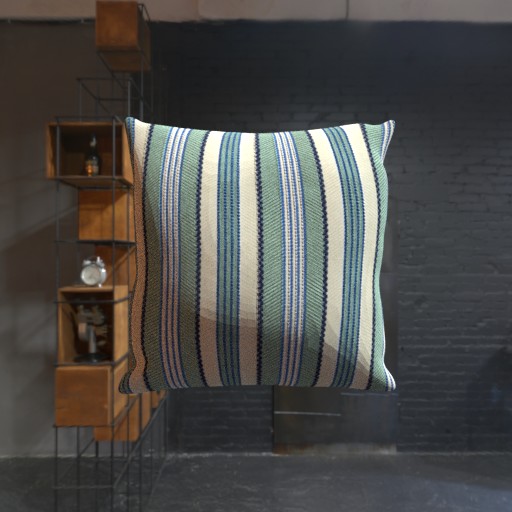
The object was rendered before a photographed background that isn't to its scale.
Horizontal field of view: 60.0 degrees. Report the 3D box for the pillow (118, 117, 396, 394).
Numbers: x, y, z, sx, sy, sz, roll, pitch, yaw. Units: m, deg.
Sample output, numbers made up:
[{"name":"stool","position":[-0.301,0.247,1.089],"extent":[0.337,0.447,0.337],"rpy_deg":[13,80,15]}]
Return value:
[{"name":"pillow","position":[0.000,0.000,0.698],"extent":[0.440,0.441,0.182],"rpy_deg":[0,-1,1]}]
